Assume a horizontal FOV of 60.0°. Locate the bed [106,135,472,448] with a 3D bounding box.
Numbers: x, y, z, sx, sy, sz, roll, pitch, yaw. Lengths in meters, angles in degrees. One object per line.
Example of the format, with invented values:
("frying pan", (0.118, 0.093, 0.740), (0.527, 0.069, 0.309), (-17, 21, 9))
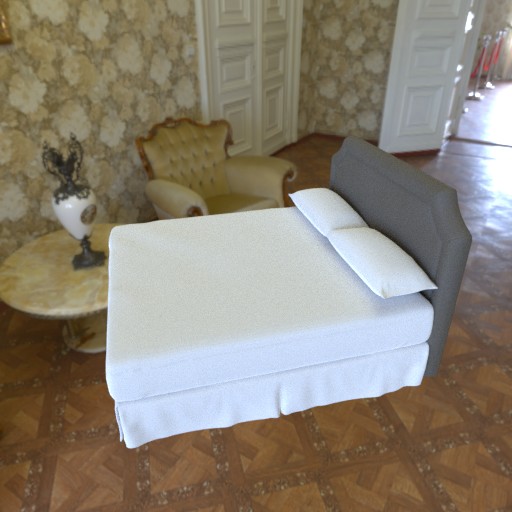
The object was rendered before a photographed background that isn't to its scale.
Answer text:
("bed", (0.000, 0.000, 3.855), (2.536, 1.561, 2.194), (-8, 30, -13))
